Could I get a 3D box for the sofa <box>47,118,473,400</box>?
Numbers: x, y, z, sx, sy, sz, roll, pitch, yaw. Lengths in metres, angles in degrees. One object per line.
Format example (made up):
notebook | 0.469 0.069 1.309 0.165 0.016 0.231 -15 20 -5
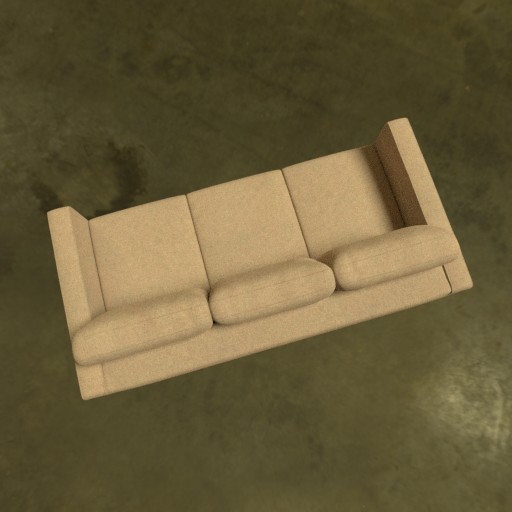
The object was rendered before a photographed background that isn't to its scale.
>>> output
sofa | 0.000 0.000 2.281 1.855 0.800 0.930 -16 78 -4
